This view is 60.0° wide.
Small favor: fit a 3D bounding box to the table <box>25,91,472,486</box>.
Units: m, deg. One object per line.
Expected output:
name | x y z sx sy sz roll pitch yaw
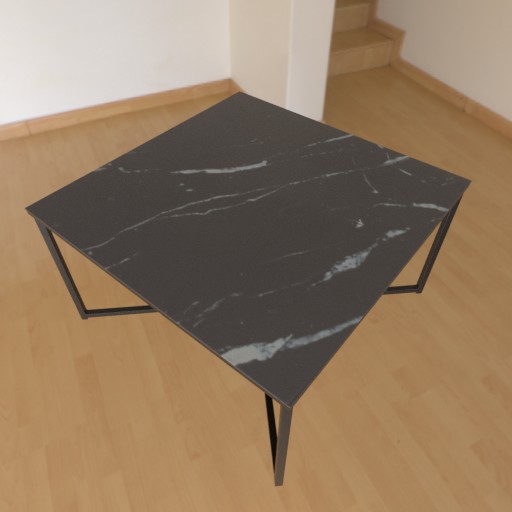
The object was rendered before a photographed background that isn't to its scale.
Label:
table | 0.000 0.000 1.278 0.800 0.450 0.800 31 53 26
